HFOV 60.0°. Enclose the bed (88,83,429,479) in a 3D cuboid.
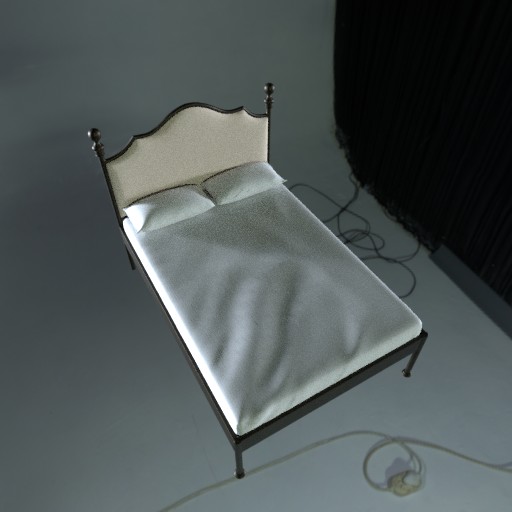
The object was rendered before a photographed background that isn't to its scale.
[{"bbox_3d":[0.000,0.000,3.252,1.533,1.462,2.170,-22,50,-20],"label":"bed"}]
